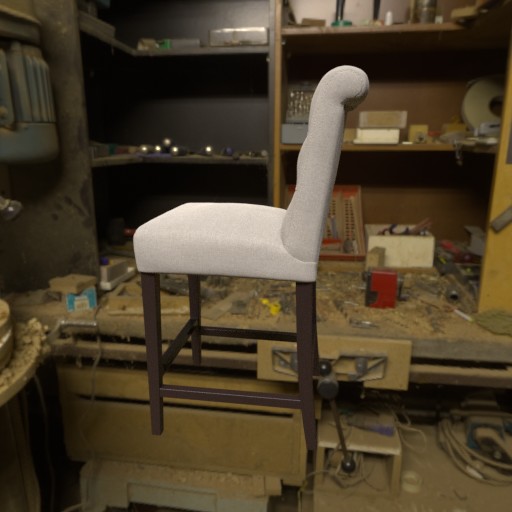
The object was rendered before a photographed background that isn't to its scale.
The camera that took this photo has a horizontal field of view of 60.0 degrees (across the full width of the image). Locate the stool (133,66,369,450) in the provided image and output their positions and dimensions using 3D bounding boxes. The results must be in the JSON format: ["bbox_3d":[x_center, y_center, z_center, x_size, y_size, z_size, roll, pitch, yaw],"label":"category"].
[{"bbox_3d":[0.000,0.000,1.386,0.601,1.040,0.493,2,16,9],"label":"stool"}]
